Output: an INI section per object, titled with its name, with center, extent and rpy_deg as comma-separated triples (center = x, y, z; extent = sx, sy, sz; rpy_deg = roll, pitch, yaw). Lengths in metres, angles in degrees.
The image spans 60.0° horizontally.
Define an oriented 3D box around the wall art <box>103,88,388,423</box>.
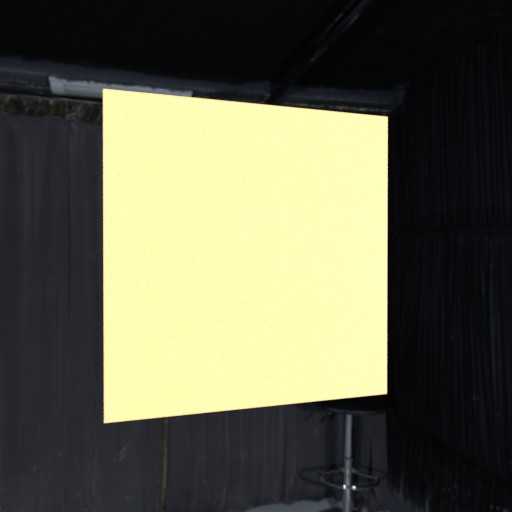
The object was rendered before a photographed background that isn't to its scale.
[wall art]
center = 0.000, 0.000, 0.853
extent = 0.554, 0.572, 0.037
rpy_deg = 0, 1, -16
